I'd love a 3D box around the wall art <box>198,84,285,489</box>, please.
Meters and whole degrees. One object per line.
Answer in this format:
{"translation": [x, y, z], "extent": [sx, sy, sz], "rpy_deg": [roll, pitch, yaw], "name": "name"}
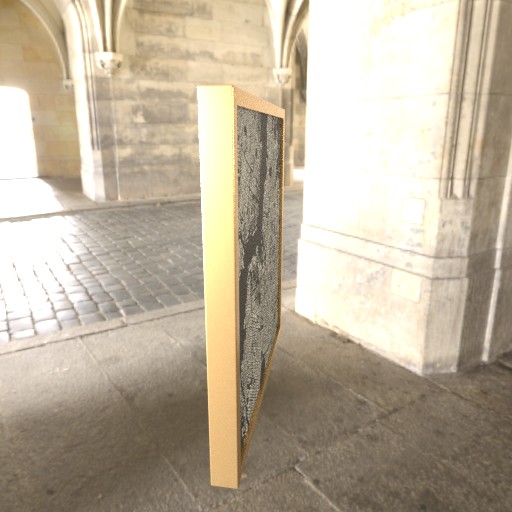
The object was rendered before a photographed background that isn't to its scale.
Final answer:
{"translation": [0.000, 0.000, 0.463], "extent": [0.023, 0.305, 0.305], "rpy_deg": [3, 16, 9], "name": "wall art"}
